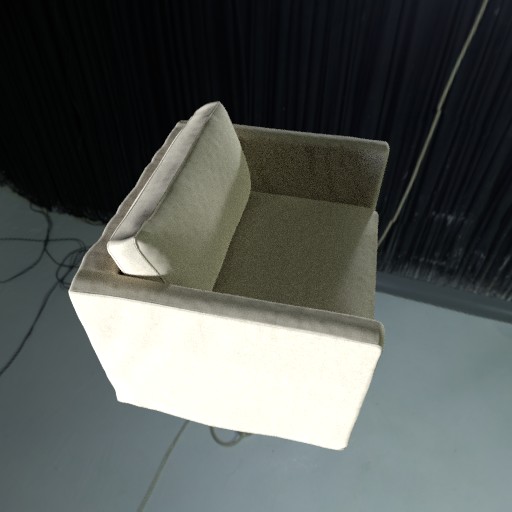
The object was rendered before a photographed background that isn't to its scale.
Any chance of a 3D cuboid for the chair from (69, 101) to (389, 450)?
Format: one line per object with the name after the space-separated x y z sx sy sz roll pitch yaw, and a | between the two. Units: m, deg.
0.000 0.000 1.760 0.949 0.867 1.057 9 47 9 | chair
